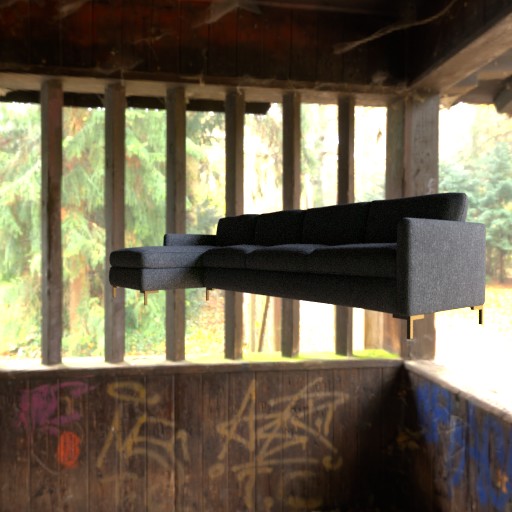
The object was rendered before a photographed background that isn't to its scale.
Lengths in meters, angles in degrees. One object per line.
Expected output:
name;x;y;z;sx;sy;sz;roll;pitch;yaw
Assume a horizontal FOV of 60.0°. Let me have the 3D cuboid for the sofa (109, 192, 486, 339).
sofa;0.000;0.000;3.433;1.350;0.810;2.932;-1;1;-37
